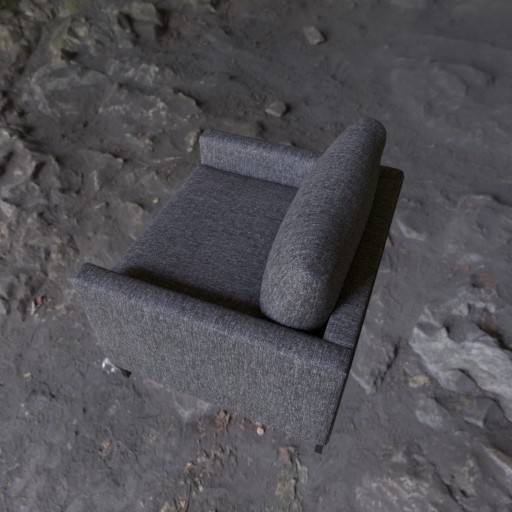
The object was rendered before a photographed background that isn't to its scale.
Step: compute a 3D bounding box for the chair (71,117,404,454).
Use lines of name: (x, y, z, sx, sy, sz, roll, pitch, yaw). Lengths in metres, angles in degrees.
chair: (0.000, 0.000, 1.642, 0.866, 0.861, 0.963, 16, 48, 15)
